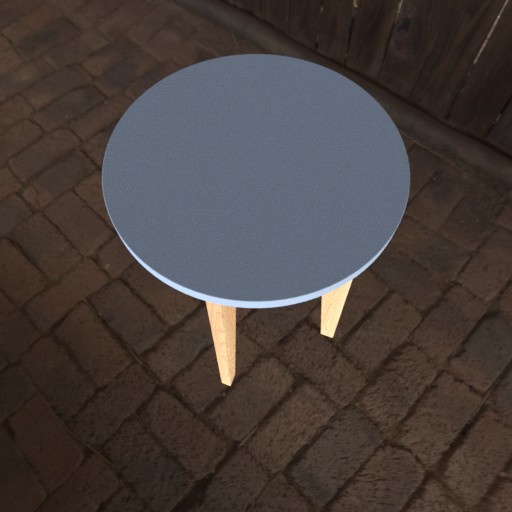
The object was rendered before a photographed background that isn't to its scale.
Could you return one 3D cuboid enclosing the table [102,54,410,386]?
[{"bbox_3d":[0.000,0.000,0.733,0.350,0.500,0.350,0,63,0],"label":"table"}]
